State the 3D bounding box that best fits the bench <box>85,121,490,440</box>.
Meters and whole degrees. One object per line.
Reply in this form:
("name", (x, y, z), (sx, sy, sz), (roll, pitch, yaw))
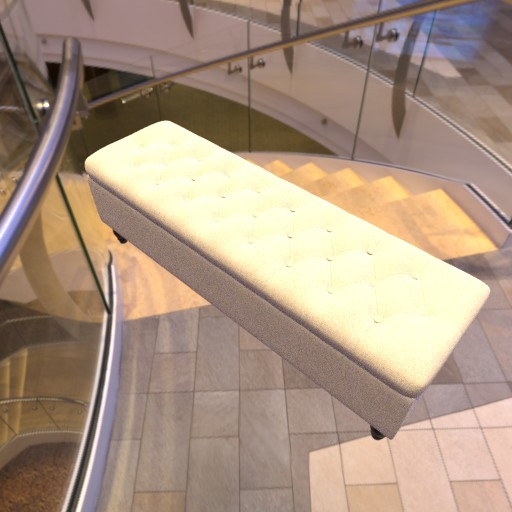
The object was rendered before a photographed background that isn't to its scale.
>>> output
("bench", (0.000, 0.000, 1.669), (1.480, 0.467, 0.455), (33, 54, 28))
